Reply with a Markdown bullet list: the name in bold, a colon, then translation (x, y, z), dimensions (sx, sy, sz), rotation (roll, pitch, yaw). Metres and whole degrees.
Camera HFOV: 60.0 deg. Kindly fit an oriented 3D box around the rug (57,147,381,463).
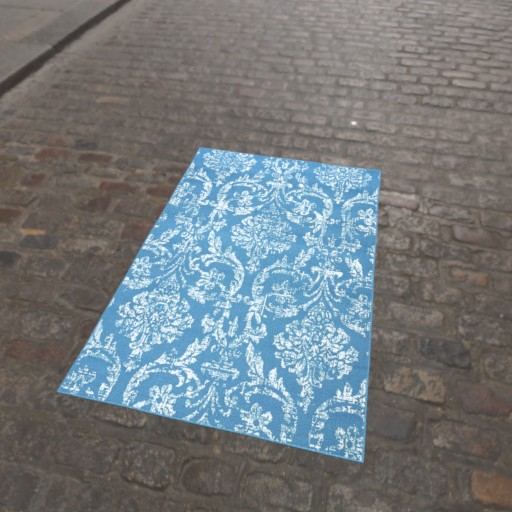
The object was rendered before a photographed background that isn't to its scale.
- **rug**: translation (0.000, 0.000, 2.294), dimensions (1.211, 0.012, 1.833), rotation (9, 47, 9)
